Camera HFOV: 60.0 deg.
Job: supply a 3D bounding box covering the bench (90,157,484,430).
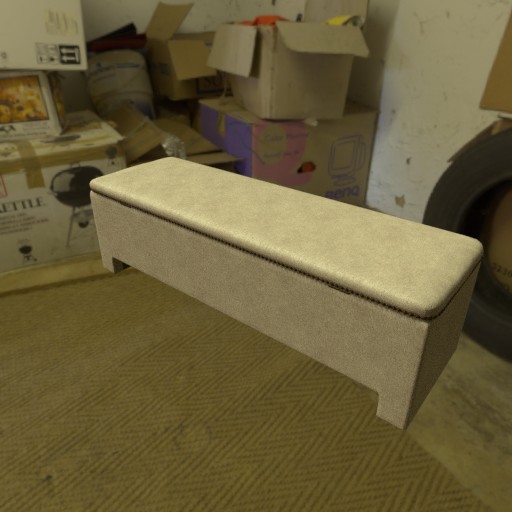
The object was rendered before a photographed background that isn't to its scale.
[{"bbox_3d":[0.000,0.000,1.716,1.482,0.447,0.470,21,35,33],"label":"bench"}]
